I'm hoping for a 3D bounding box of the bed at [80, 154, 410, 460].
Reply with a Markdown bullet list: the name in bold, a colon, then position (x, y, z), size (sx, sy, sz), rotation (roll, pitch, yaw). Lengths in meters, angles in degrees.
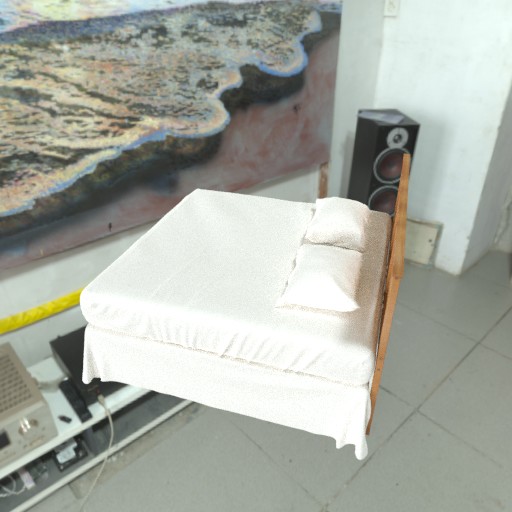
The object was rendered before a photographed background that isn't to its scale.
- **bed**: position (0.000, 0.000, 3.606), size (2.215, 1.270, 2.317), rotation (9, 32, 15)
